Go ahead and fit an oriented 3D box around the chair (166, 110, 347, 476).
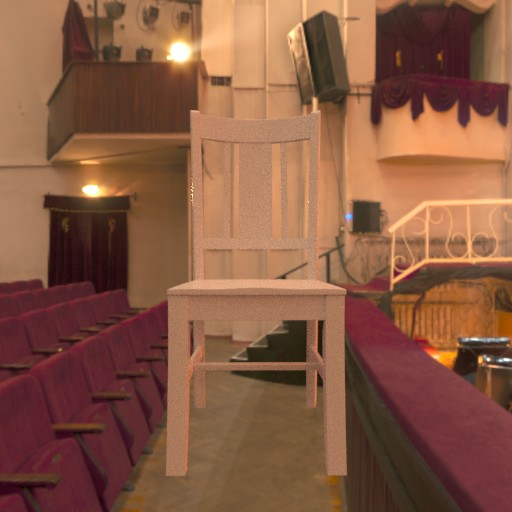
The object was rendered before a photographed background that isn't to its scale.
[{"bbox_3d":[0.000,0.000,1.272,0.450,0.998,0.555,0,0,0],"label":"chair"}]
